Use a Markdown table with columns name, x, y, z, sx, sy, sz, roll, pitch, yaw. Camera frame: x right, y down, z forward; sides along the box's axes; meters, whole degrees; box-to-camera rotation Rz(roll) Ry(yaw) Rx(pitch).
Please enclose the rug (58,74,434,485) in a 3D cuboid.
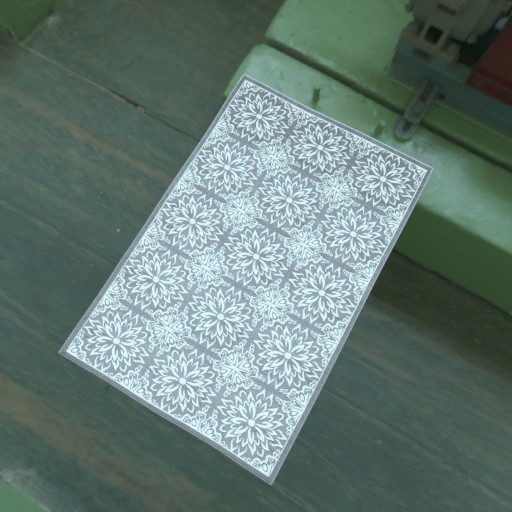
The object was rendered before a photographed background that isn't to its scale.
| name | x | y | z | sx | sy | sz | roll | pitch | yaw |
| --- | --- | --- | --- | --- | --- | --- | --- | --- | --- |
| rug | 0.000 | 0.000 | 3.470 | 1.819 | 0.018 | 2.746 | 29 | 78 | 7 |
